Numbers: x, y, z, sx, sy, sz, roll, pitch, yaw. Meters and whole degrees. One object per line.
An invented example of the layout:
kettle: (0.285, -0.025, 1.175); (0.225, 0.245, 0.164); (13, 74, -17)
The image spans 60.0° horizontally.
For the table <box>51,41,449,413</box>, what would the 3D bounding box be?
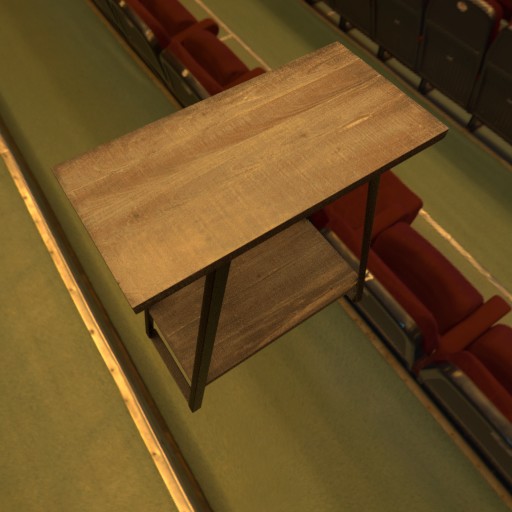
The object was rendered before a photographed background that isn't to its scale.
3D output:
table: (0.000, 0.000, 1.037); (0.599, 0.701, 0.300); (-30, 63, -17)
